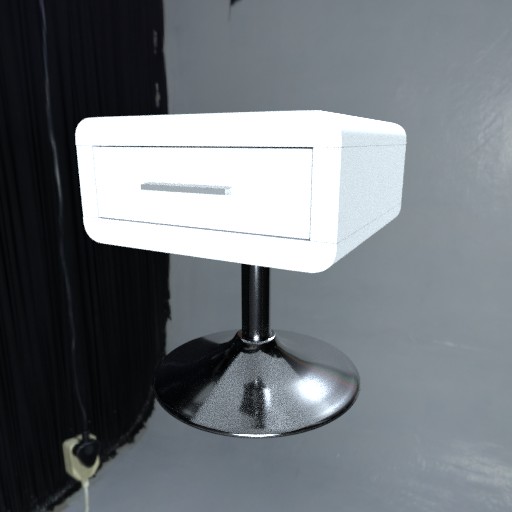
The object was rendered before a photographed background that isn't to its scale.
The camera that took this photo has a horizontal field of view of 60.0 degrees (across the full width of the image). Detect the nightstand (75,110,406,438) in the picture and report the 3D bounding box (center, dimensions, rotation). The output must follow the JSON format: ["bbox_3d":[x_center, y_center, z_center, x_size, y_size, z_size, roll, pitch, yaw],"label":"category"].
[{"bbox_3d":[0.000,0.000,0.762,0.399,0.447,0.404,8,16,27],"label":"nightstand"}]
